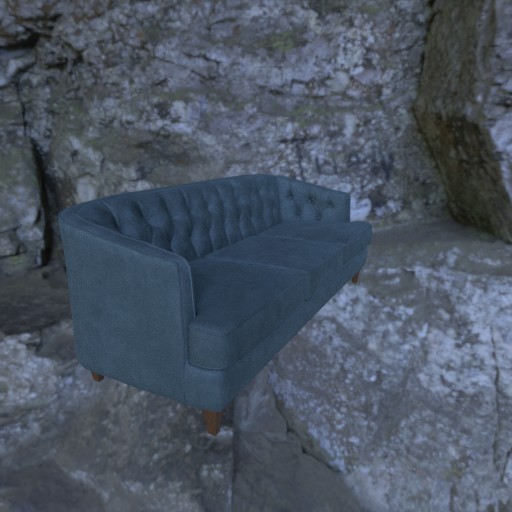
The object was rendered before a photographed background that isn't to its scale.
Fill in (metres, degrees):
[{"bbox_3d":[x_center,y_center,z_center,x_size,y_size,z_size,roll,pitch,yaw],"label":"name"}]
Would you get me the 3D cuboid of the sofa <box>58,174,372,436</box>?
[{"bbox_3d":[0.000,0.000,2.703,0.941,0.855,2.278,8,17,26],"label":"sofa"}]
